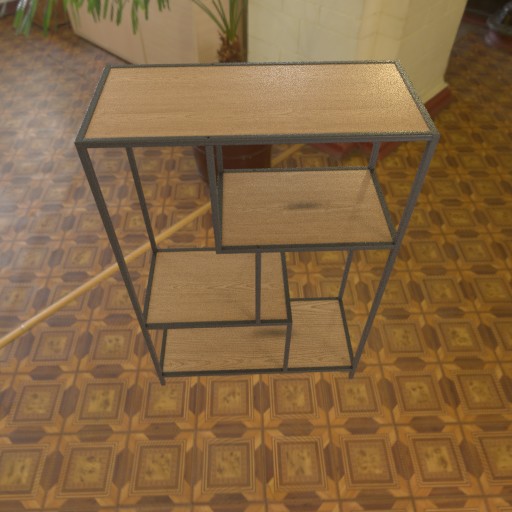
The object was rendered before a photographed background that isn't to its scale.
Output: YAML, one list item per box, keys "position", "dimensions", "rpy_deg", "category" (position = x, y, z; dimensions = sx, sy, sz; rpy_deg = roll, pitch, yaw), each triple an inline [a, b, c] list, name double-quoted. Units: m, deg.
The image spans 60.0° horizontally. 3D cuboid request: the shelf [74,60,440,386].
- position: [0.000, 0.000, 1.472]
  dimensions: [0.770, 1.138, 0.350]
  rpy_deg: [-2, 48, -1]
  category: "shelf"
